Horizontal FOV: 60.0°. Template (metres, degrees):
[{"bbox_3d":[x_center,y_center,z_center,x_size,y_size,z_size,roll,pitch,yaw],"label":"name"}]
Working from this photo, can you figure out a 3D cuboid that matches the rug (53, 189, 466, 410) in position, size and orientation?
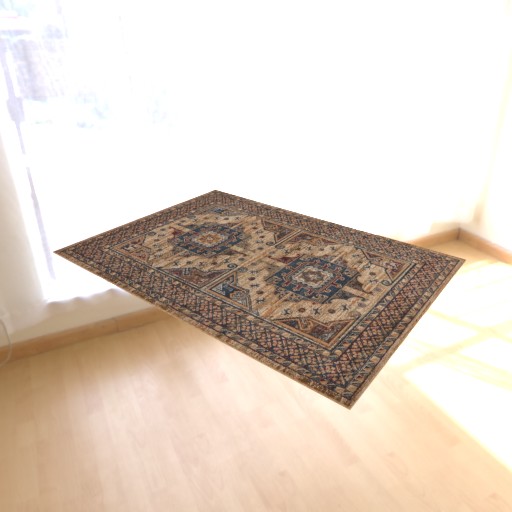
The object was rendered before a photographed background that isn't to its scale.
[{"bbox_3d":[0.000,0.000,2.940,2.227,0.008,1.611,20,34,33],"label":"rug"}]
